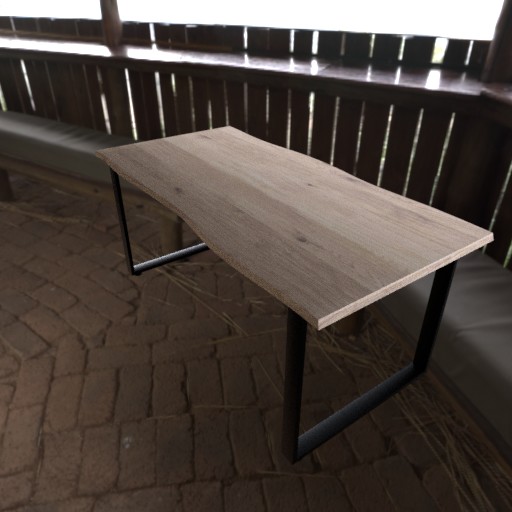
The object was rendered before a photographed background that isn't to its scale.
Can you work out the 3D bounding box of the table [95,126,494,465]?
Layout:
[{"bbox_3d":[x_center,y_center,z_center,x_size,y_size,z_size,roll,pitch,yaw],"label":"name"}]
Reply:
[{"bbox_3d":[0.000,0.000,2.228,0.900,0.780,1.800,-20,37,-30],"label":"table"}]
